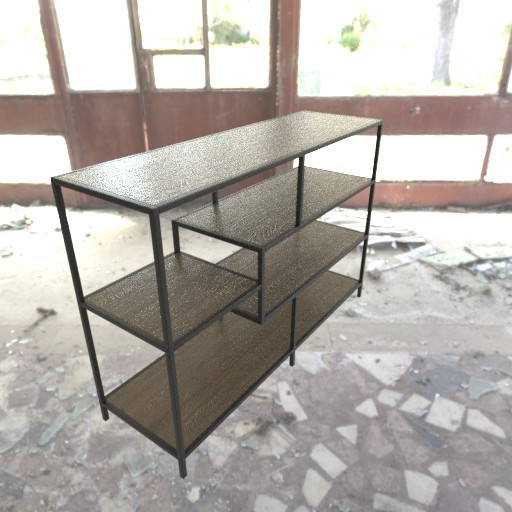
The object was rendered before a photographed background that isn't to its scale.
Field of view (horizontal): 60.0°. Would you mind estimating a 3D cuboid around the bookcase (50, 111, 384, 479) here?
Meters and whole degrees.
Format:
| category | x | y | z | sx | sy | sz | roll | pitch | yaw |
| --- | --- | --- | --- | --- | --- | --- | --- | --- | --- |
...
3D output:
| category | x | y | z | sx | sy | sz | roll | pitch | yaw |
| --- | --- | --- | --- | --- | --- | --- | --- | --- | --- |
| bookcase | 0.000 | 0.000 | 1.520 | 0.350 | 0.780 | 1.140 | 19 | 33 | 32 |
